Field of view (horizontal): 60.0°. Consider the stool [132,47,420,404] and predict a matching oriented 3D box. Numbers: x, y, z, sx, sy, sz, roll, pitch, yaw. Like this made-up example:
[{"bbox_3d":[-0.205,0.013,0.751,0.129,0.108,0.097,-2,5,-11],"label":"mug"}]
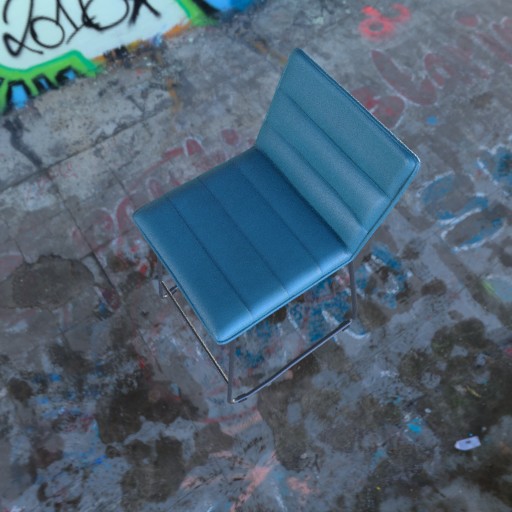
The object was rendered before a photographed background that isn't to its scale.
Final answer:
[{"bbox_3d":[0.000,0.000,1.204,0.524,0.866,0.489,-32,68,-15],"label":"stool"}]
